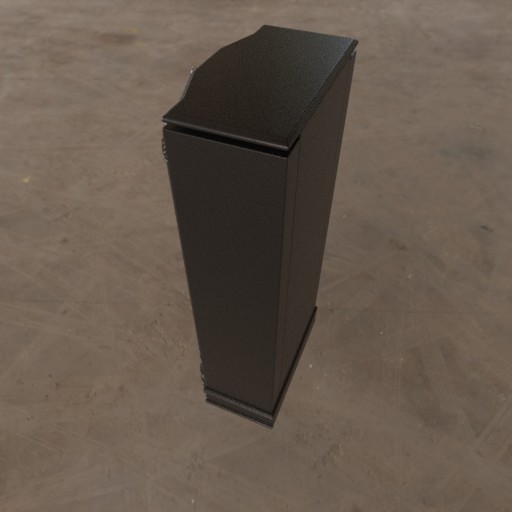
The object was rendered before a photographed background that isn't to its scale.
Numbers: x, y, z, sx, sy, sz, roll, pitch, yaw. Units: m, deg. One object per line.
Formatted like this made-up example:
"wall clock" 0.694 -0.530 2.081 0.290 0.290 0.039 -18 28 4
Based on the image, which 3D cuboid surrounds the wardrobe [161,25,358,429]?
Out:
"wardrobe" 0.000 0.000 1.182 0.295 1.011 0.444 17 49 15
